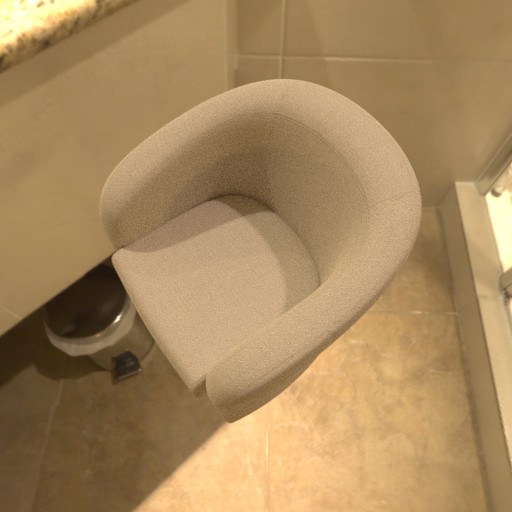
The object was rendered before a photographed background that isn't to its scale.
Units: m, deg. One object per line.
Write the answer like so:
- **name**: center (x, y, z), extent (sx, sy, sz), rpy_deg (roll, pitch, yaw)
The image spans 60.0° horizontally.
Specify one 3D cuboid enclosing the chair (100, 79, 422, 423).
- **chair**: center (0.000, 0.000, 1.440), extent (0.815, 0.771, 0.791), rpy_deg (-32, 67, -15)
